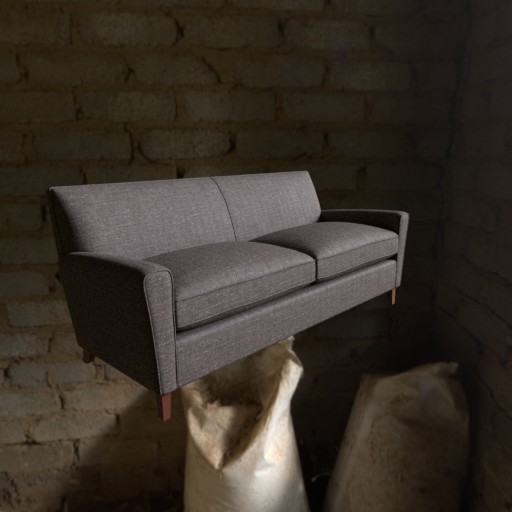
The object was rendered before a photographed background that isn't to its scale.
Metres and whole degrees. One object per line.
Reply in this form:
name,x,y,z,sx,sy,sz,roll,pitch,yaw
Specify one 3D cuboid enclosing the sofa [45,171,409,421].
sofa,0.000,0.000,2.512,0.875,0.846,1.976,13,19,43
